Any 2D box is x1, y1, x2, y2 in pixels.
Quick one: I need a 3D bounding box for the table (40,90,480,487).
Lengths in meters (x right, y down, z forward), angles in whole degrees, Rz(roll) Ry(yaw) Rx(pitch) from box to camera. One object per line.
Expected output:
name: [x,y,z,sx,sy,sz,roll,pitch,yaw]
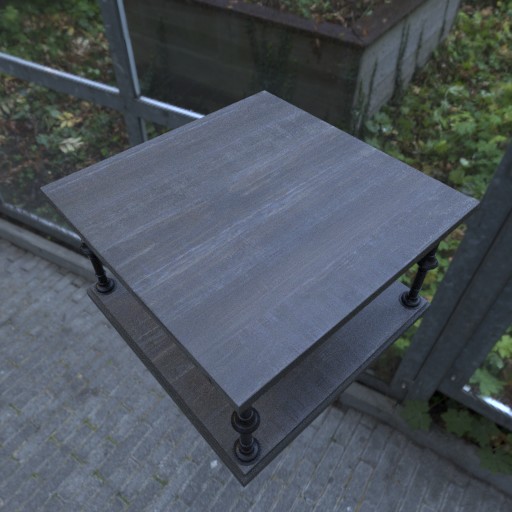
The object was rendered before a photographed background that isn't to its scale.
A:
table: [0.000,0.000,1.136,0.696,0.400,0.696,-33,55,-27]
